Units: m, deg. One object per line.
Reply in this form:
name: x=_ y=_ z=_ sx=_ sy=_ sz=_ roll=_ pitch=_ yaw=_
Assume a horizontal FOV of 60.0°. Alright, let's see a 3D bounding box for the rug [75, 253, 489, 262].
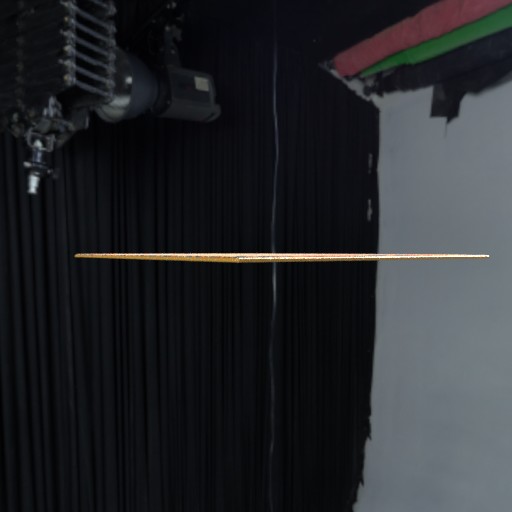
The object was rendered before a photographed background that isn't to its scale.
rug: x=0.000 y=0.000 z=4.070 sx=2.435 sy=0.031 sz=3.040 roll=0 pitch=1 yaw=-36
